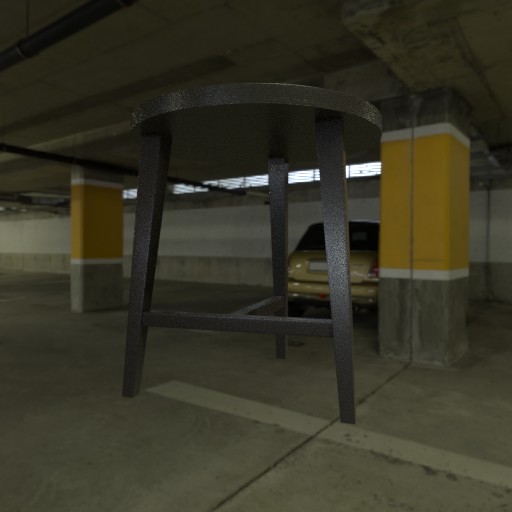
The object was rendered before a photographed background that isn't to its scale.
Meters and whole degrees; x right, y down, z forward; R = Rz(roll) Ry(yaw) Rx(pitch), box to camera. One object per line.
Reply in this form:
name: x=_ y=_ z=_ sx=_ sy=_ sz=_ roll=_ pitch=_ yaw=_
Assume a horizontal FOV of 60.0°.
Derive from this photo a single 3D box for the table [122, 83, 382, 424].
table: x=0.000 y=0.000 z=0.920 sx=0.500 sy=0.531 sz=0.500 roll=0 pitch=1 yaw=0
